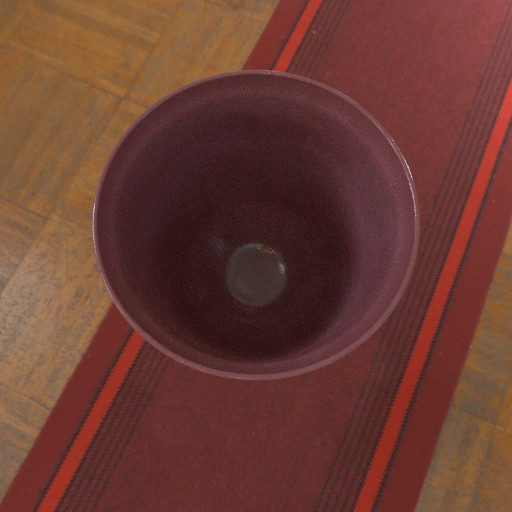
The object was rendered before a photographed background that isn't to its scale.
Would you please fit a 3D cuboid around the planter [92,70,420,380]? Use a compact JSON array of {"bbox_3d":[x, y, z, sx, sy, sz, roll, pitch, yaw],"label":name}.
[{"bbox_3d":[0.000,0.000,0.366,0.195,0.214,0.195,0,75,0],"label":"planter"}]
